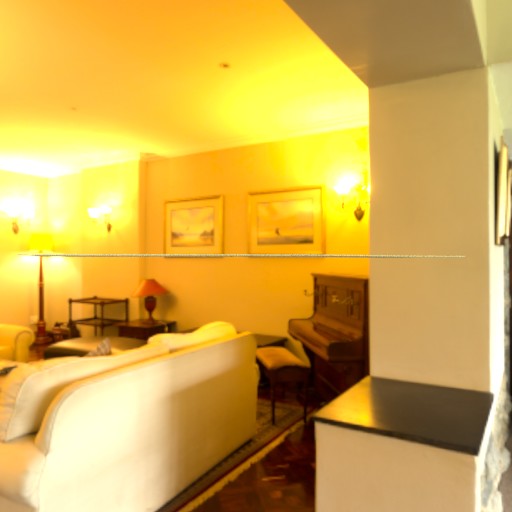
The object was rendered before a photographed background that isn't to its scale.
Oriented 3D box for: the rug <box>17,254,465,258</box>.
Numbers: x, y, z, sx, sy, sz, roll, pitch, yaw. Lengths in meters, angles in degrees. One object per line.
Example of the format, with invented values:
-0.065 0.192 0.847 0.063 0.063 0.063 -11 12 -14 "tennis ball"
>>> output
0.000 0.000 2.542 2.340 0.013 0.686 0 -1 -18 "rug"
